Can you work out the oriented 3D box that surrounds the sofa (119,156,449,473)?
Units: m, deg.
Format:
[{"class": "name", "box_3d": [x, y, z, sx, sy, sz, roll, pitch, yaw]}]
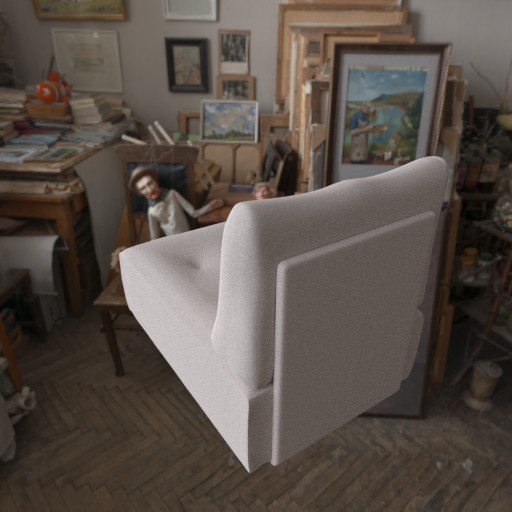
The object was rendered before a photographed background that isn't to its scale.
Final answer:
[{"class": "sofa", "box_3d": [0.000, 0.000, 1.577, 0.700, 0.820, 1.000, -18, 33, -29]}]
